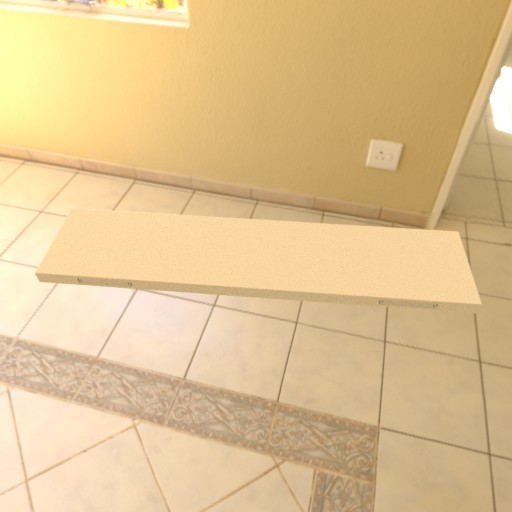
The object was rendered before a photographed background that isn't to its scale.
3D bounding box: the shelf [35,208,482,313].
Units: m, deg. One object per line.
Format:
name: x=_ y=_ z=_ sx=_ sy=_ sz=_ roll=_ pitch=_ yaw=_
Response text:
shelf: x=0.000 y=0.000 z=0.656 sx=0.610 sy=0.020 sz=0.140 roll=4 pitch=47 yaw=4
